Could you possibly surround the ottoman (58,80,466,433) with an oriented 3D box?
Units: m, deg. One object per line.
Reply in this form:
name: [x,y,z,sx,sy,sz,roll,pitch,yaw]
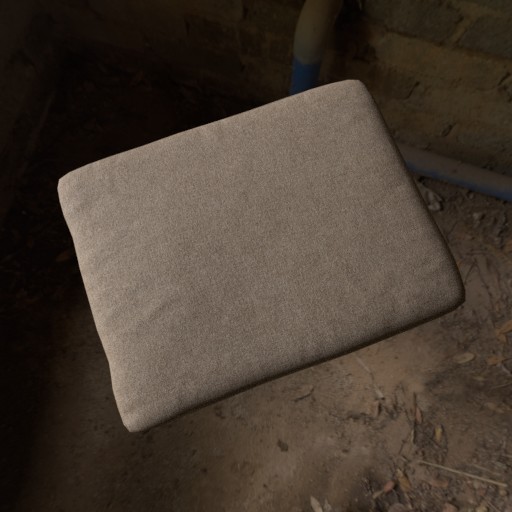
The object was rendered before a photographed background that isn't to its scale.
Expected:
ottoman: [0.000,0.000,1.300,0.889,0.511,0.692,-20,77,-5]
